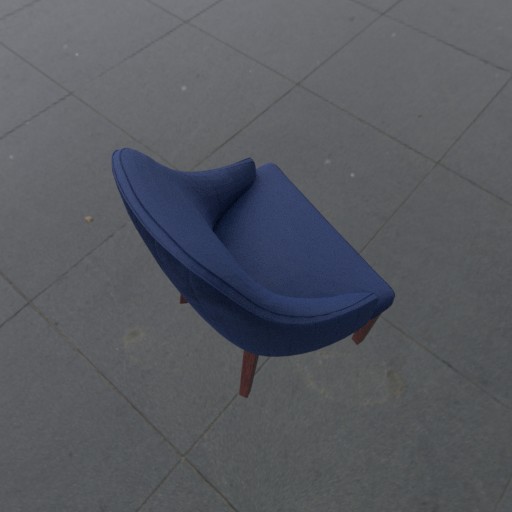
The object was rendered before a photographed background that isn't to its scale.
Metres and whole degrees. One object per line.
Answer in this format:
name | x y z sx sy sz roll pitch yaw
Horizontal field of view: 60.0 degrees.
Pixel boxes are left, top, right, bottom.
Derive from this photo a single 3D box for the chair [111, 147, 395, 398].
chair | 0.000 0.000 1.288 0.575 0.889 0.643 -30 64 -17
